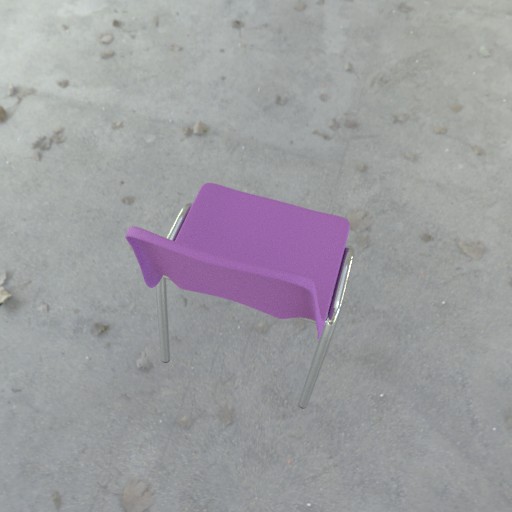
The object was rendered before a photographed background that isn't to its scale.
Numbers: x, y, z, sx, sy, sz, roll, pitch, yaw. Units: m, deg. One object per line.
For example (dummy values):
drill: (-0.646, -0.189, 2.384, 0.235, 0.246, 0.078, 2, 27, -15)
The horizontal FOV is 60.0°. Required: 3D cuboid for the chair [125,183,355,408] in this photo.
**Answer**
chair: (0.000, 0.000, 0.687, 0.291, 0.493, 0.301, 16, 63, 8)
